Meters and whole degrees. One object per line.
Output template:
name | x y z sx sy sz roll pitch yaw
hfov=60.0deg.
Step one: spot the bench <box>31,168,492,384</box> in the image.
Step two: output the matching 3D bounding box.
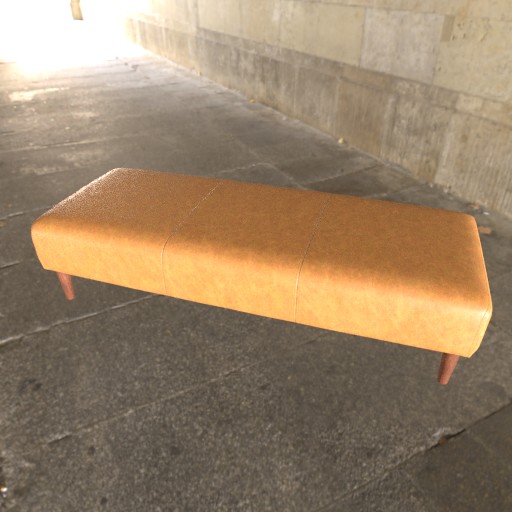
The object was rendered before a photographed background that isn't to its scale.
bench | 0.000 0.000 1.781 1.610 0.399 0.653 10 34 15
